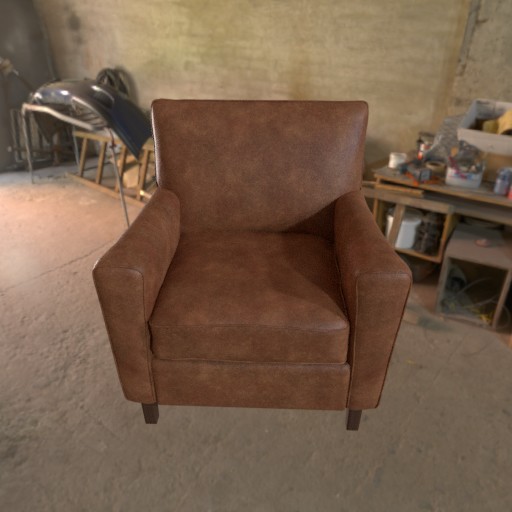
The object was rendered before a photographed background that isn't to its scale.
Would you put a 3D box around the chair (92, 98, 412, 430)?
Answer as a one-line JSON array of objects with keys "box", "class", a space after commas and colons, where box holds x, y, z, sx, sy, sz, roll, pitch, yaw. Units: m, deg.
[{"box": [0.000, 0.000, 1.585, 0.870, 0.943, 0.823, 1, 30, 2], "class": "chair"}]
